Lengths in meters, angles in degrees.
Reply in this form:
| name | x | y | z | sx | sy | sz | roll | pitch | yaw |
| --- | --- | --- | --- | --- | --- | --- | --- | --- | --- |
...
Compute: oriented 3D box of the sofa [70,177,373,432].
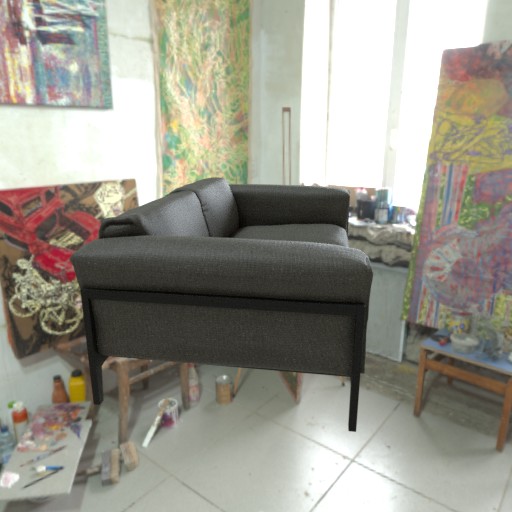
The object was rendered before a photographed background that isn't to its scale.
| name | x | y | z | sx | sy | sz | roll | pitch | yaw |
| --- | --- | --- | --- | --- | --- | --- | --- | --- | --- |
| sofa | 0.000 | 0.000 | 2.189 | 0.960 | 0.656 | 1.690 | 3 | 16 | 9 |
